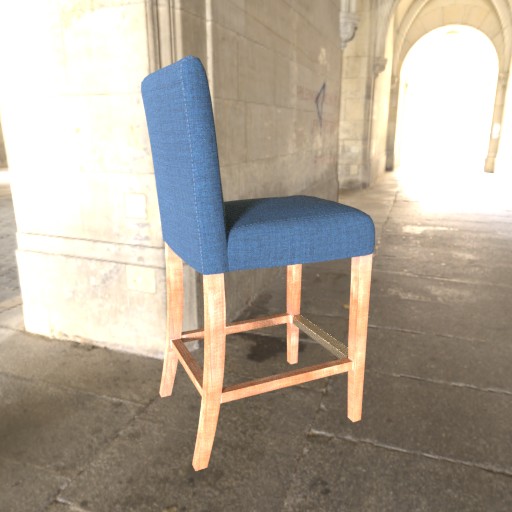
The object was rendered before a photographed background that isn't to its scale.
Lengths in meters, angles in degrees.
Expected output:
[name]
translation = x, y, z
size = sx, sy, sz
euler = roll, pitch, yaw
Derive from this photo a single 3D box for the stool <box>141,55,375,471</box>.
[stool]
translation = 0.000, 0.000, 1.347
size = 0.567, 1.039, 0.454
euler = -7, 17, -24
